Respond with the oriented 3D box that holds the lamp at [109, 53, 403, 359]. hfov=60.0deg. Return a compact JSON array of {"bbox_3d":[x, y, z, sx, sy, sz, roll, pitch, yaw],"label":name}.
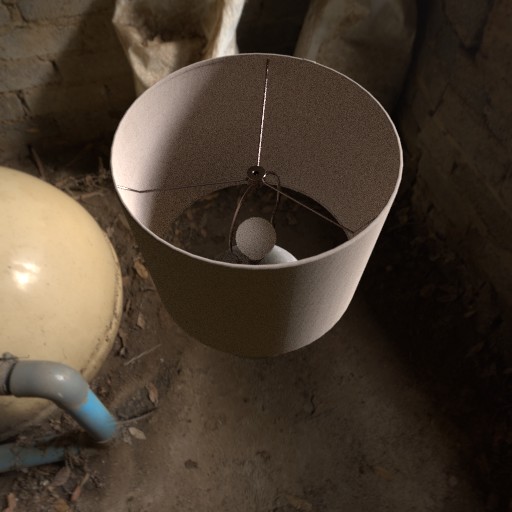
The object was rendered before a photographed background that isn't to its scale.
[{"bbox_3d":[0.000,0.000,0.585,0.269,0.409,0.269,32,64,18],"label":"lamp"}]
